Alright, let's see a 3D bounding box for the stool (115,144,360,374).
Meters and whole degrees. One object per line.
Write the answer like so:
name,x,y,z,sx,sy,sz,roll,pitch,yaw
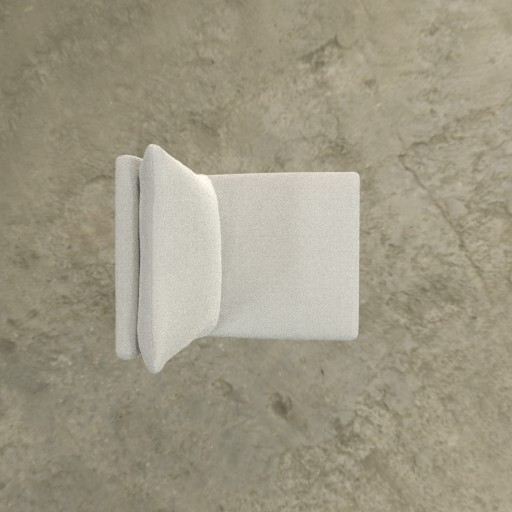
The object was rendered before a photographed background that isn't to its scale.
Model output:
stool,0.000,0.000,1.355,0.572,1.032,0.463,0,90,1
